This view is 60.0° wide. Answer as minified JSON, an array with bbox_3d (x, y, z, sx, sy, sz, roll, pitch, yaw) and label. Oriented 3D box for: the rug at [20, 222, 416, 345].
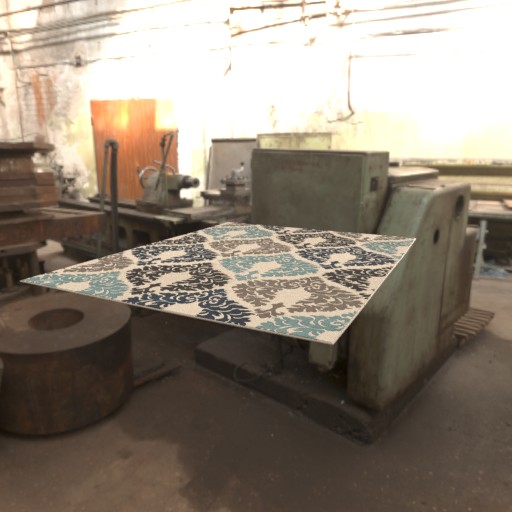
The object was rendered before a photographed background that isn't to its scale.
[{"bbox_3d":[0.000,0.000,4.075,2.423,0.014,3.040,7,15,26],"label":"rug"}]
